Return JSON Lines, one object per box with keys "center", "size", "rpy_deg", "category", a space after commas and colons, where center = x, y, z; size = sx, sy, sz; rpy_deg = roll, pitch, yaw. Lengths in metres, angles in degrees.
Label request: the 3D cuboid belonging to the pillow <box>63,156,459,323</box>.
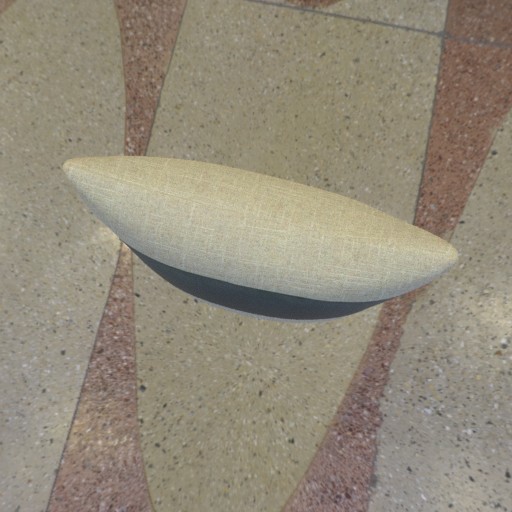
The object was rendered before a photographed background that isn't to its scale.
{"center": [0.000, 0.000, 0.639], "size": [0.414, 0.399, 0.173], "rpy_deg": [14, 77, 3], "category": "pillow"}
